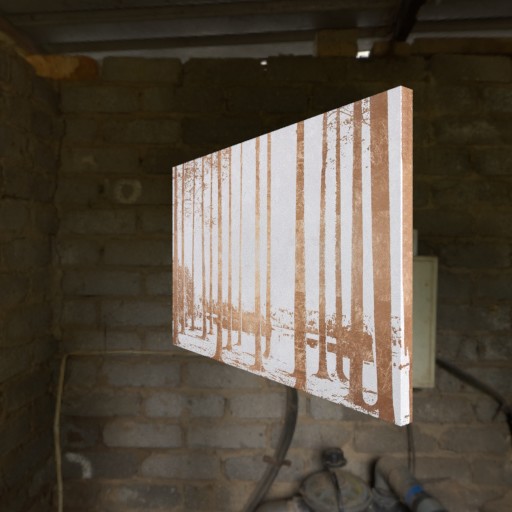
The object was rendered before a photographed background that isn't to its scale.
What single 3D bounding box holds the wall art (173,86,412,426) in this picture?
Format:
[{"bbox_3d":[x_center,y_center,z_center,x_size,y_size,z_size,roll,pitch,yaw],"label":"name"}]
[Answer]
[{"bbox_3d":[0.000,0.000,1.168,0.035,0.609,0.914,0,0,-37],"label":"wall art"}]
